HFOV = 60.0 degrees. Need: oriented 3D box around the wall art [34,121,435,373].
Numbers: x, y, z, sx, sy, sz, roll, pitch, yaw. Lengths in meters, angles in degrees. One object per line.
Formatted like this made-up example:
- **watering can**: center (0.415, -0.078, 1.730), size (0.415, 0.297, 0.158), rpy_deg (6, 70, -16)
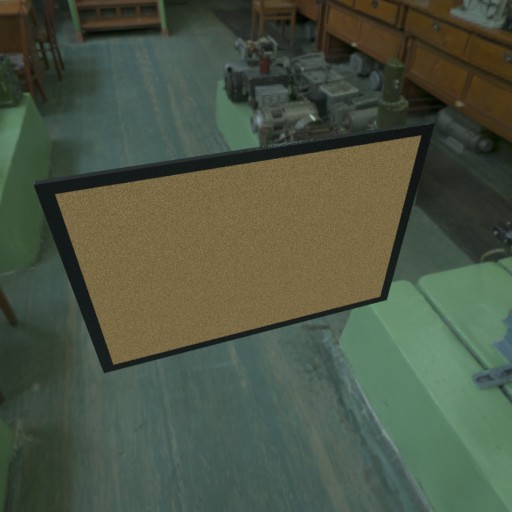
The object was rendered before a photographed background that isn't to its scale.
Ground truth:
- **wall art**: center (0.000, 0.000, 1.051), size (0.819, 0.552, 0.015), rpy_deg (-12, 42, -14)
